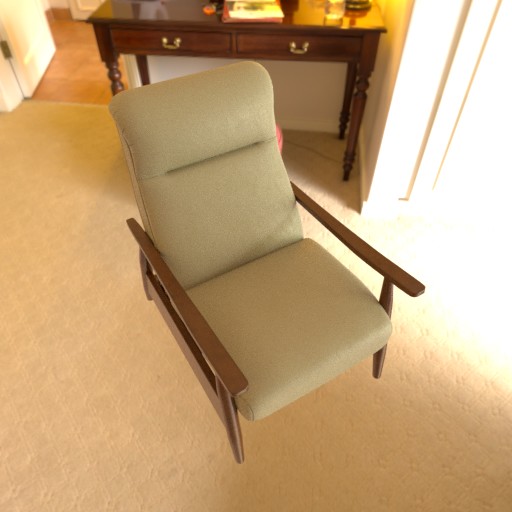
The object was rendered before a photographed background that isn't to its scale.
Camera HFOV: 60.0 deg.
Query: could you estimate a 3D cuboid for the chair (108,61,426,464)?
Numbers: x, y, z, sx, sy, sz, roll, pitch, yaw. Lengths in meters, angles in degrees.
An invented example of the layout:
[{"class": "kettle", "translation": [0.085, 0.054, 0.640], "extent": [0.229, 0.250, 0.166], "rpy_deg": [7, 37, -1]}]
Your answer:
[{"class": "chair", "translation": [0.000, 0.000, 1.738], "extent": [0.762, 1.082, 1.014], "rpy_deg": [-23, 50, -21]}]
